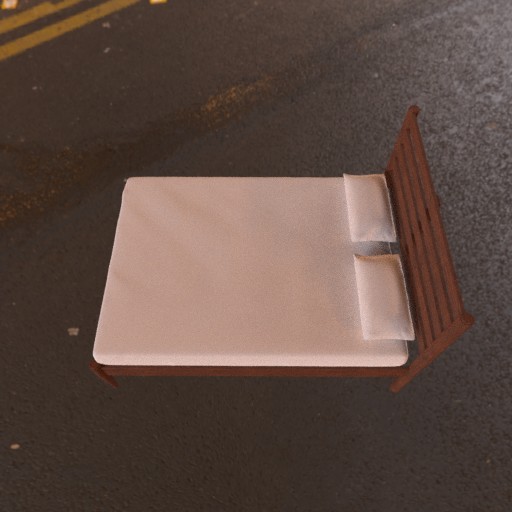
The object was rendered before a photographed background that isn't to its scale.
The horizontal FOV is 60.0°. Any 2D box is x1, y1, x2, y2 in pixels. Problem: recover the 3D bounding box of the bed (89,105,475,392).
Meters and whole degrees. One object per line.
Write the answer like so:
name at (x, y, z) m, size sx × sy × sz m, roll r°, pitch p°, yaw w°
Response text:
bed at (0.000, 0.000, 3.031) m, size 2.093 × 1.304 × 1.509 m, roll 0°, pitch 59°, yaw 0°
